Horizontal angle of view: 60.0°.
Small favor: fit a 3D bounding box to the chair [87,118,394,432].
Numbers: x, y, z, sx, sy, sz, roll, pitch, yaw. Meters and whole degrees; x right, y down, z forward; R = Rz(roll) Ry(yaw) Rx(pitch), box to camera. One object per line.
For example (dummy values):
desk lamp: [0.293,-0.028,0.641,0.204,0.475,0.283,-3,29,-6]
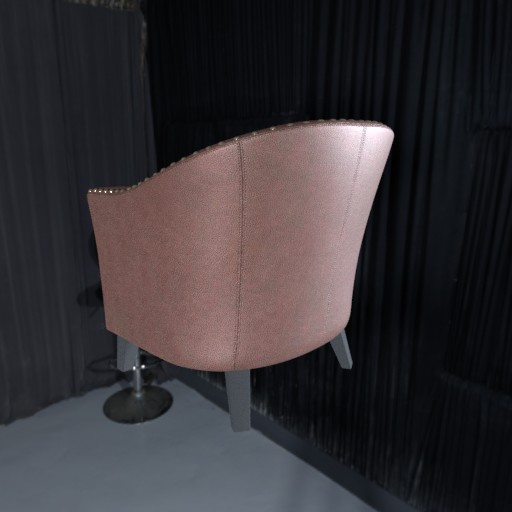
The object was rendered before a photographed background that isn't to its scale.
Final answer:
chair: [0.000,0.000,1.436,0.794,0.823,0.748,-14,20,-43]
